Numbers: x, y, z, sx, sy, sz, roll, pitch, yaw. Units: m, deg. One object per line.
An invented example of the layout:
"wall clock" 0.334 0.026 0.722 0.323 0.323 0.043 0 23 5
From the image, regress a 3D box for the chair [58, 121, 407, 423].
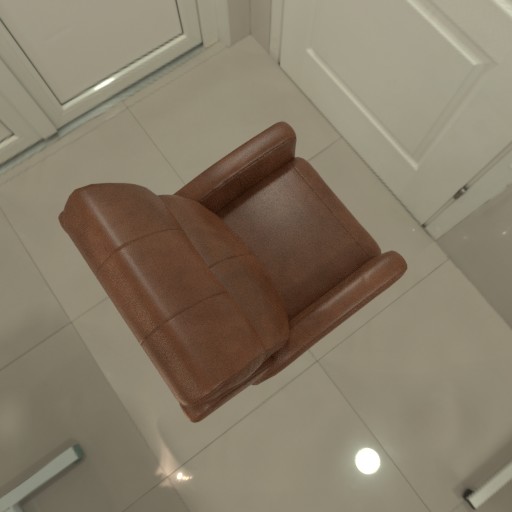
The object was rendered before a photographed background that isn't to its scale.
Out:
"chair" 0.000 0.000 1.680 0.939 1.016 0.787 -35 78 -9
